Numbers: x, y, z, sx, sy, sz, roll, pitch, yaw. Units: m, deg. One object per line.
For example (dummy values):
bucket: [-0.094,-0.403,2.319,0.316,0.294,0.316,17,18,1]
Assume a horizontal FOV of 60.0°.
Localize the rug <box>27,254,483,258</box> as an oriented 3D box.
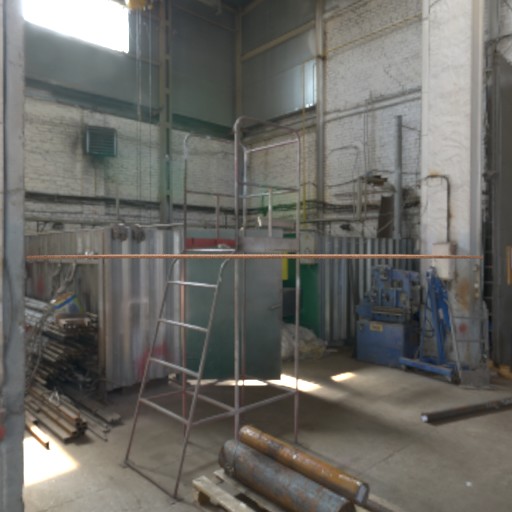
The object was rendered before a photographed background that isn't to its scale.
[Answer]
rug: [0.000,0.000,3.120,2.438,0.014,1.524,0,1,1]
